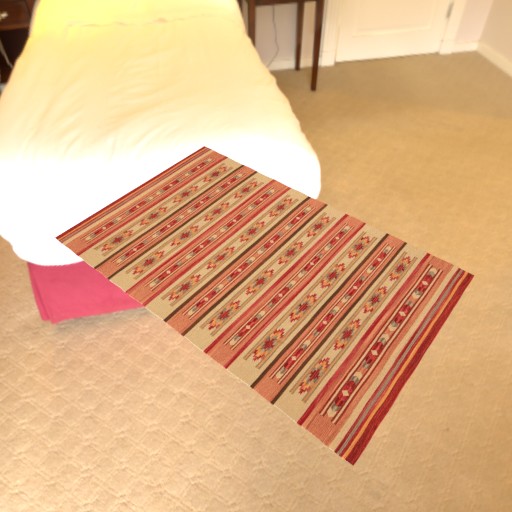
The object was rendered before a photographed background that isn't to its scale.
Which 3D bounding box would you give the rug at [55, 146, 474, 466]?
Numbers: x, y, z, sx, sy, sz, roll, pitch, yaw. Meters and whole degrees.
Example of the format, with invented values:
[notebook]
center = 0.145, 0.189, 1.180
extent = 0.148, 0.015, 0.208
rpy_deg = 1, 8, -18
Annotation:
[rug]
center = 0.000, 0.000, 3.012
extent = 2.431, 0.010, 1.535
rpy_deg = 31, 53, 26
